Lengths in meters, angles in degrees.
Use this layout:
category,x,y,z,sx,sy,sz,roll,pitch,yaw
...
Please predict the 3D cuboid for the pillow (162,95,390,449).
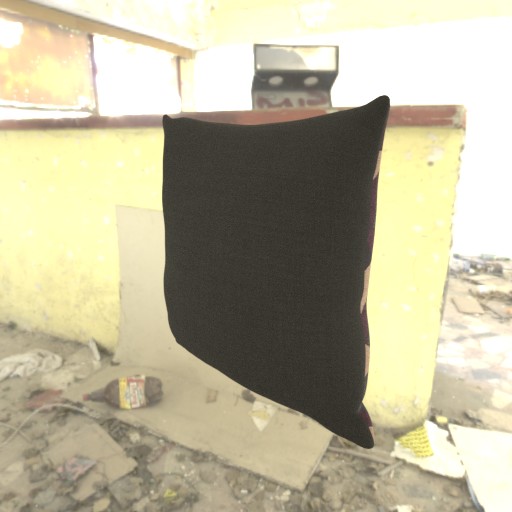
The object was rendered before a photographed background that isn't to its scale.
category,x,y,z,sx,sy,sz,roll,pitch,yaw
pillow,0.000,0.000,0.765,0.208,0.496,0.503,-14,21,-42
